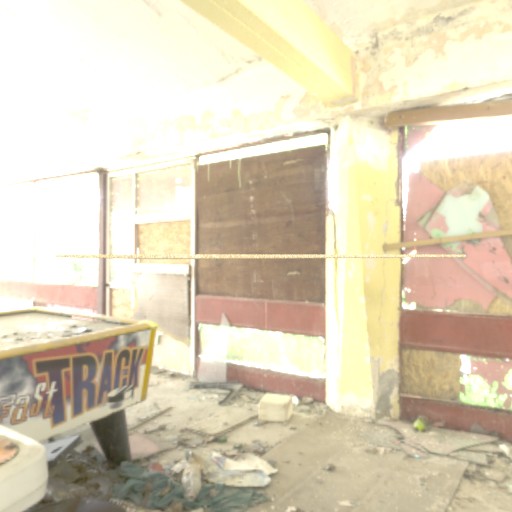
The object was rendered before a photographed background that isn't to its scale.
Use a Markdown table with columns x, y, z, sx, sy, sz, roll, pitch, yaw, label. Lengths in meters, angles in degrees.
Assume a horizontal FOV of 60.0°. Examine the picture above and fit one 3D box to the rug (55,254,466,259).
| x | y | z | sx | sy | sz | roll | pitch | yaw | label |
| --- | --- | --- | --- | --- | --- | --- | --- | --- | --- |
| 0.000 | 0.000 | 4.108 | 3.001 | 0.025 | 2.401 | 0 | 0 | -36 | rug |
